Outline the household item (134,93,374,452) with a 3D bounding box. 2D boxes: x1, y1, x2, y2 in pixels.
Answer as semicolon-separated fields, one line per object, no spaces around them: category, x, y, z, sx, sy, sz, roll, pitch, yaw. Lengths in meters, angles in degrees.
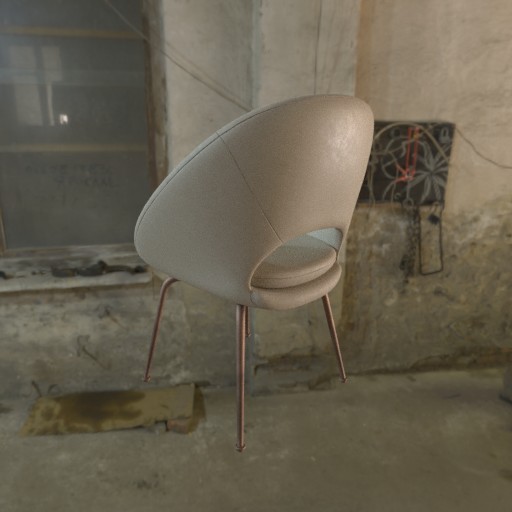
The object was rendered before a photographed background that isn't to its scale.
household item;0.000;0.000;1.277;0.623;0.852;0.573;-15;22;-42
